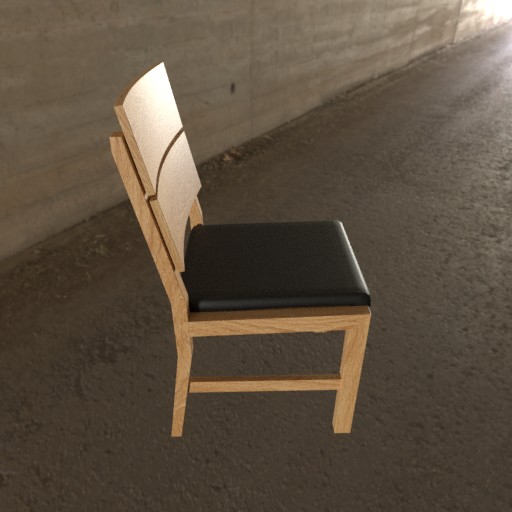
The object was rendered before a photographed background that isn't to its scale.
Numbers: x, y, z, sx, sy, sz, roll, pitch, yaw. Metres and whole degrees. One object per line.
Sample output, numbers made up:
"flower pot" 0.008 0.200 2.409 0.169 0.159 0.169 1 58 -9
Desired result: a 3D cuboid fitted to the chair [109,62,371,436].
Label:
"chair" 0.000 0.000 1.256 0.569 0.950 0.475 -1 32 -1
